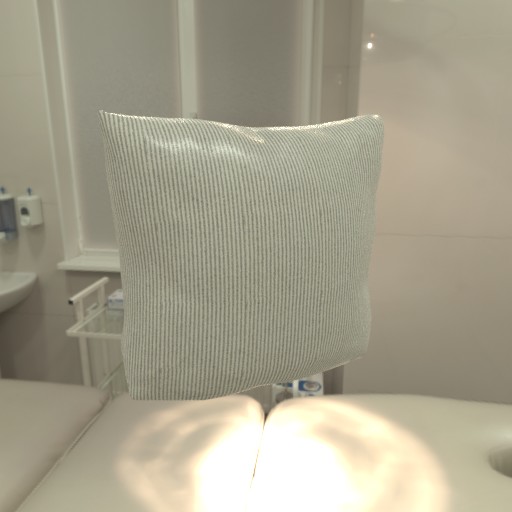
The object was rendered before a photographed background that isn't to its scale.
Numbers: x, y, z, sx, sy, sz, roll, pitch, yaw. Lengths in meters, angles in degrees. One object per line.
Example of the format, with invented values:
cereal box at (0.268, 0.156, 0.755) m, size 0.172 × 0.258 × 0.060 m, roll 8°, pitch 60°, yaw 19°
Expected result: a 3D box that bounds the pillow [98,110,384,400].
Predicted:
pillow at (0.000, 0.000, 0.700) m, size 0.387 × 0.432 × 0.310 m, roll 2°, pitch 15°, yaw 8°
